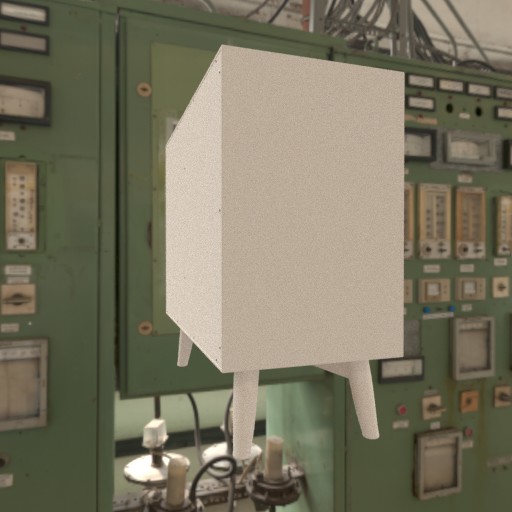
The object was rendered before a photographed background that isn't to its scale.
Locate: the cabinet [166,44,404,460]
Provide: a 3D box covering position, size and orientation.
[{"bbox_3d":[0.000,0.000,1.232,0.398,0.761,0.800,0,1,-19],"label":"cabinet"}]
